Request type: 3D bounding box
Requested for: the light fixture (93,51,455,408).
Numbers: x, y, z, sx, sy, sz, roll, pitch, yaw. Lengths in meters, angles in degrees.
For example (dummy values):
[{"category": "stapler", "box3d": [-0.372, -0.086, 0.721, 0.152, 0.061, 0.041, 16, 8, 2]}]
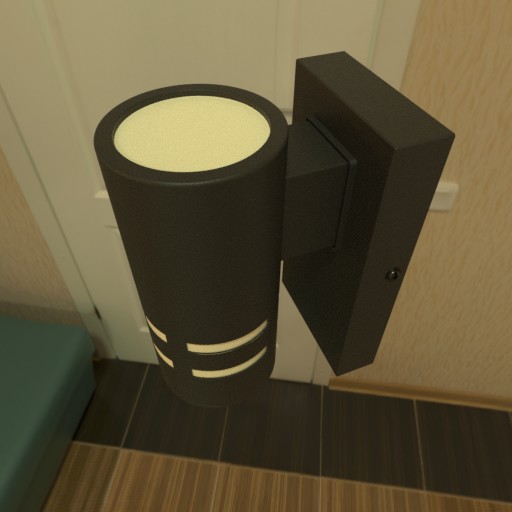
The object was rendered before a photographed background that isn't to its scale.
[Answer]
[{"category": "light fixture", "box3d": [0.000, 0.000, 0.256, 0.138, 0.179, 0.098, -16, 48, -15]}]
